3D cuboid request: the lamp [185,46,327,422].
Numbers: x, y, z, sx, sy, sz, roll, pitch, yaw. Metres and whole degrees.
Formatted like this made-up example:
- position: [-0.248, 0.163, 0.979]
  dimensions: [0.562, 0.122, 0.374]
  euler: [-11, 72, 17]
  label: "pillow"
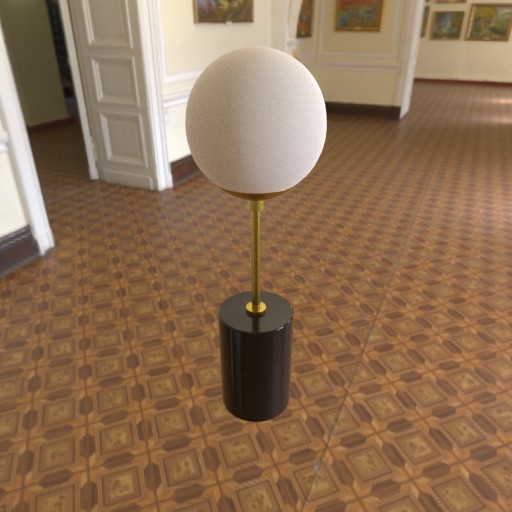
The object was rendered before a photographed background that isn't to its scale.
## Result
- position: [0.000, 0.000, 0.561]
  dimensions: [0.153, 0.480, 0.153]
  euler: [0, 28, 0]
  label: "lamp"
